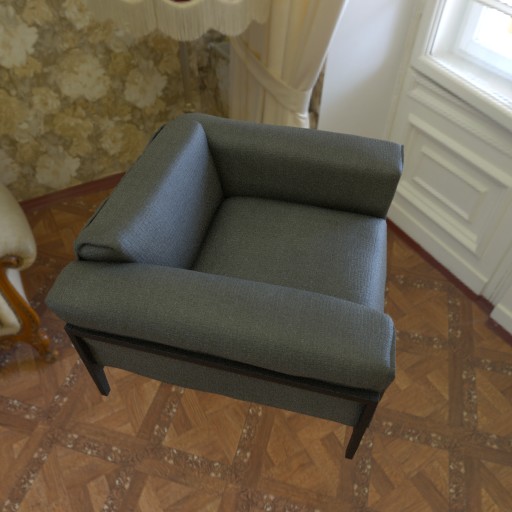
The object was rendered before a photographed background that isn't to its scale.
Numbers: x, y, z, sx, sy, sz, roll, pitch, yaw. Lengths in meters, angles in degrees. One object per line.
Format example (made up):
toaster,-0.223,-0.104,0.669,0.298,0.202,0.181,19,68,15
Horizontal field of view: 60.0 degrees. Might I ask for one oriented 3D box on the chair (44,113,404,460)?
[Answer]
chair,0.000,0.000,1.634,0.969,0.646,1.056,11,48,10
